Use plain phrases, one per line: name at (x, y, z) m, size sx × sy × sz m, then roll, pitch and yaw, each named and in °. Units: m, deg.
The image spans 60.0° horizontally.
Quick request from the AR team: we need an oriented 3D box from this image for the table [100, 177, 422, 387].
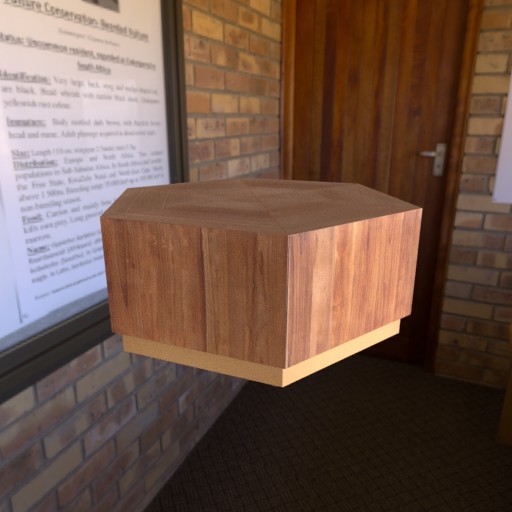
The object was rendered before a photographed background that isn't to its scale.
table at (0.000, 0.000, 1.698) m, size 1.000 × 0.456 × 1.154 m, roll -2°, pitch 17°, yaw -8°
